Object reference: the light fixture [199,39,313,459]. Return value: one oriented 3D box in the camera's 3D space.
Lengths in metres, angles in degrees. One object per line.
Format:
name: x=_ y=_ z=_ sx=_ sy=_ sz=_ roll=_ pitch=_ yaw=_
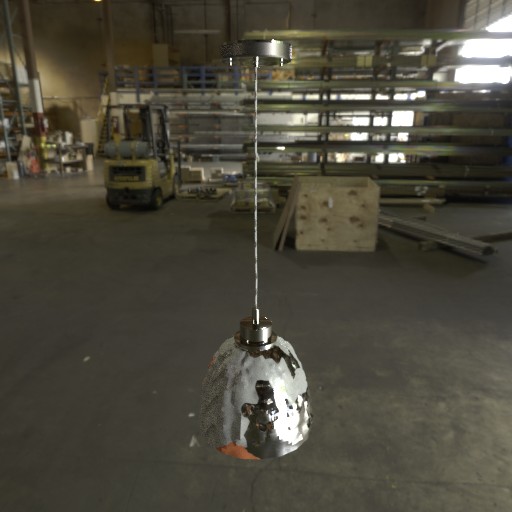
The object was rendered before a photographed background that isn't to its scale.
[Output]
light fixture: x=0.000 y=0.000 z=1.747 sx=0.496 sy=1.511 sz=0.500 roll=-2 pitch=17 yaw=-7
